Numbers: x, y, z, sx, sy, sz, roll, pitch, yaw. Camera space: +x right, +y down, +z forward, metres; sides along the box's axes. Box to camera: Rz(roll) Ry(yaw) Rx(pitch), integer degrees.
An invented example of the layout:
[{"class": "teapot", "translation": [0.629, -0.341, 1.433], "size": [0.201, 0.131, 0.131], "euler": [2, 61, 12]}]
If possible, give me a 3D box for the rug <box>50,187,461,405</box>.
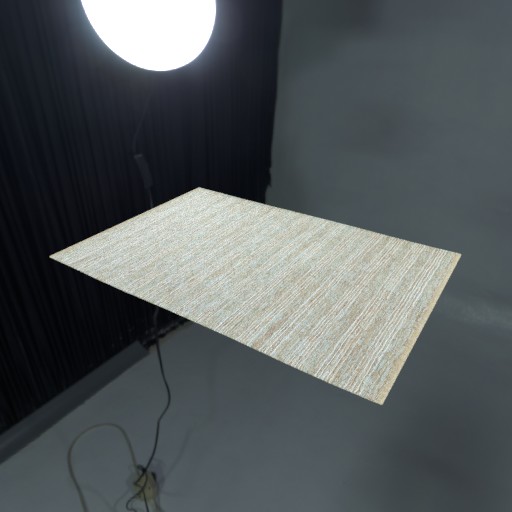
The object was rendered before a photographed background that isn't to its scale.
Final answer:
[{"class": "rug", "translation": [0.000, 0.000, 2.366], "size": [1.824, 0.010, 1.240], "euler": [18, 34, 29]}]
